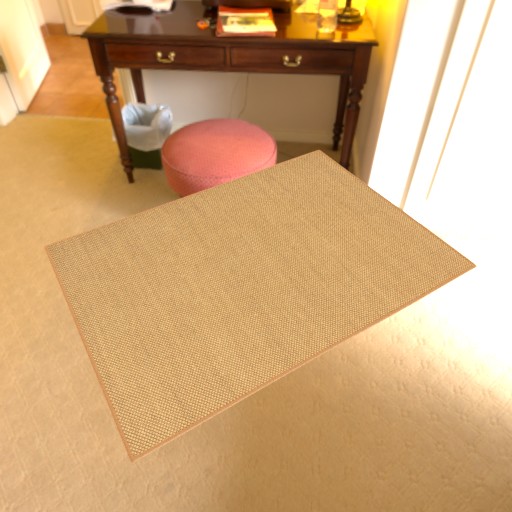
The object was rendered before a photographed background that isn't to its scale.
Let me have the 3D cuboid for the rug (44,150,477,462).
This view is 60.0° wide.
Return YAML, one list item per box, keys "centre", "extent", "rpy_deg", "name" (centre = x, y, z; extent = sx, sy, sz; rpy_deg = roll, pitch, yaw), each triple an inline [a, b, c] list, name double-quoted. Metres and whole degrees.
- centre: [0.000, 0.000, 2.669]
  extent: [2.134, 0.013, 1.524]
  rpy_deg: [-23, 49, -22]
  name: "rug"
